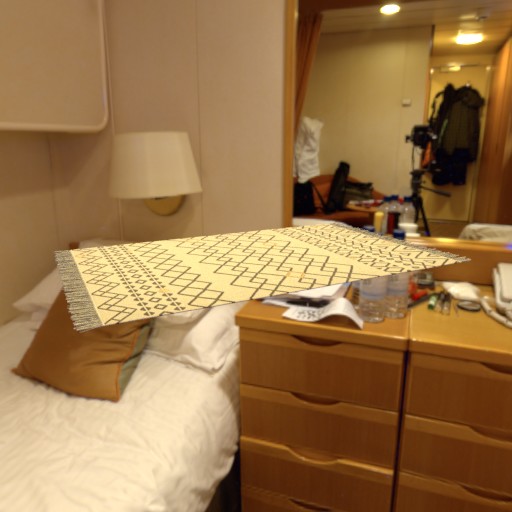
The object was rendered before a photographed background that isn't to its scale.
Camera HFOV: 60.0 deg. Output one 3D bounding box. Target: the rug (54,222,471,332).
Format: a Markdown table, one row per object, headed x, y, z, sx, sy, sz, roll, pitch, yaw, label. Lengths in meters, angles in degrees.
| x | y | z | sx | sy | sz | roll | pitch | yaw | label |
| --- | --- | --- | --- | --- | --- | --- | --- | --- | --- |
| 0.000 | 0.000 | 3.030 | 2.472 | 0.035 | 1.495 | -7 | 17 | -26 | rug |
